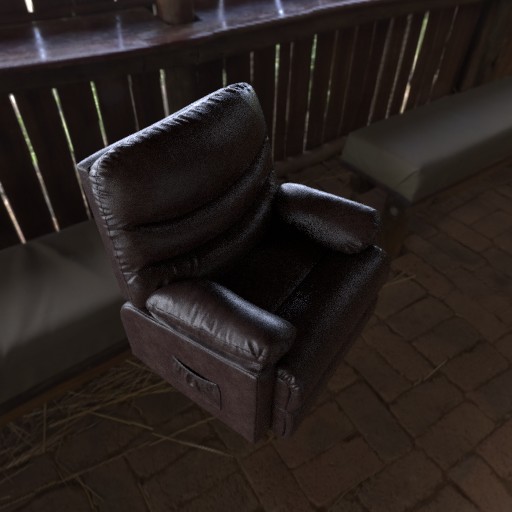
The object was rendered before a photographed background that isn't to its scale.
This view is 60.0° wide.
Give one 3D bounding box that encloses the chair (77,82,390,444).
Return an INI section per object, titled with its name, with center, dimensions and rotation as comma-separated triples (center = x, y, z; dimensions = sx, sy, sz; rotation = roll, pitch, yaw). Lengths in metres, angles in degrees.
[chair]
center = 0.000, 0.000, 1.755
dimensions = 0.879, 1.041, 0.940
rotation = 25, 48, 25
